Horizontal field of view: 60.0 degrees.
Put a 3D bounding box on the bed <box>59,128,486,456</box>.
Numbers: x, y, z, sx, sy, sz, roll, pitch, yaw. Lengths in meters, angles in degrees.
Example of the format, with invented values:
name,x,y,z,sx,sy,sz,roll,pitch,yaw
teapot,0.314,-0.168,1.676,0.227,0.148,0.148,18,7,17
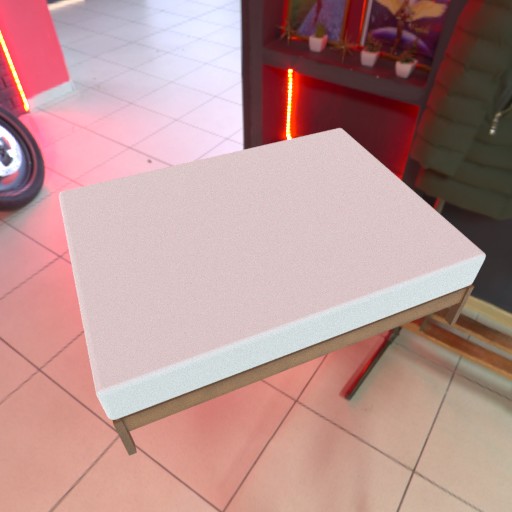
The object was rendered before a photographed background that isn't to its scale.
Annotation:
name,x,y,z,sx,sy,sz,roll,pitch,yaw
bed,0.000,0.000,2.763,2.050,0.593,1.529,-17,47,-16
